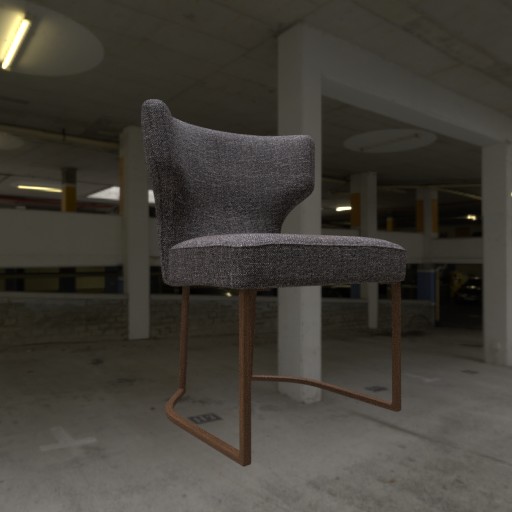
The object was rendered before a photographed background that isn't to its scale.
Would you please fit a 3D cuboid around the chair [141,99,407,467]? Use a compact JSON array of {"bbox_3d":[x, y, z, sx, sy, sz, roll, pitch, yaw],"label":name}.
[{"bbox_3d":[0.000,0.000,1.246,0.611,0.824,0.617,0,0,-38],"label":"chair"}]
